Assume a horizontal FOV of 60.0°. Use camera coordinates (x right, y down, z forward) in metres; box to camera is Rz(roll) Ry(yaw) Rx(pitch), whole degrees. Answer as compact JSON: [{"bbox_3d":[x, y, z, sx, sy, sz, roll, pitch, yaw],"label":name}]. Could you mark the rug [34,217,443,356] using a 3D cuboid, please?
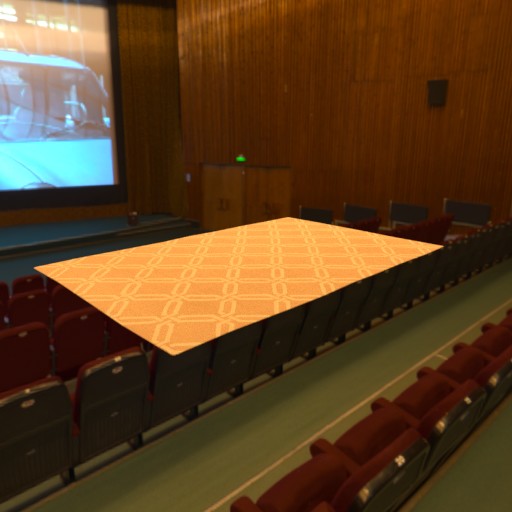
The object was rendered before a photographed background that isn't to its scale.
[{"bbox_3d":[0.000,0.000,2.212,1.745,0.010,1.146,-15,22,-42],"label":"rug"}]
